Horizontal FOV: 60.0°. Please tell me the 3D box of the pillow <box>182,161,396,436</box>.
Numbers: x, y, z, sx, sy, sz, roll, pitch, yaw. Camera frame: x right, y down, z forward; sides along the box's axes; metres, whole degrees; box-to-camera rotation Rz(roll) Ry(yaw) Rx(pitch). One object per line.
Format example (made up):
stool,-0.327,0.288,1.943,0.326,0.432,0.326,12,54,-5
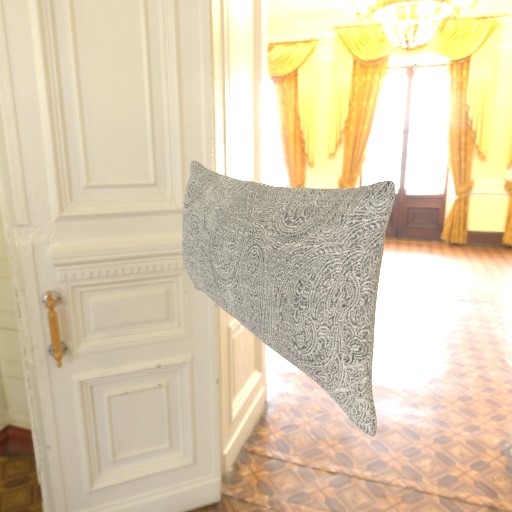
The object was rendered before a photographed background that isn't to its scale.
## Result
pillow,0.000,0.000,0.743,0.151,0.295,0.615,-7,16,-26
